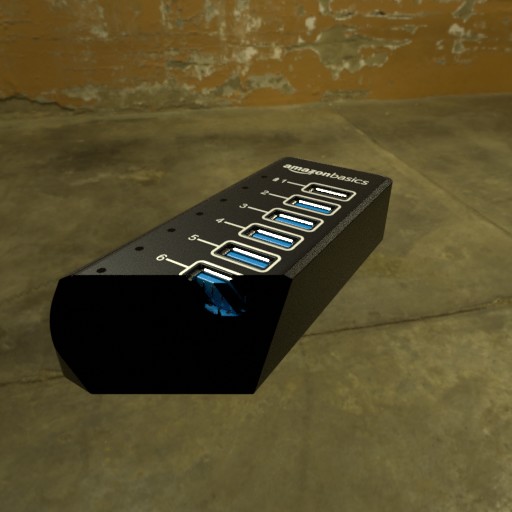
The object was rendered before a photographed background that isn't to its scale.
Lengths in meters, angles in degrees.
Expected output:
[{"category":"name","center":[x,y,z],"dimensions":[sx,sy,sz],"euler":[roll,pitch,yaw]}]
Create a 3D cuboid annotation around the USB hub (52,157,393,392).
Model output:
[{"category":"USB hub","center":[0.000,0.000,0.129],"dimensions":[0.044,0.023,0.110],"euler":[19,36,28]}]
